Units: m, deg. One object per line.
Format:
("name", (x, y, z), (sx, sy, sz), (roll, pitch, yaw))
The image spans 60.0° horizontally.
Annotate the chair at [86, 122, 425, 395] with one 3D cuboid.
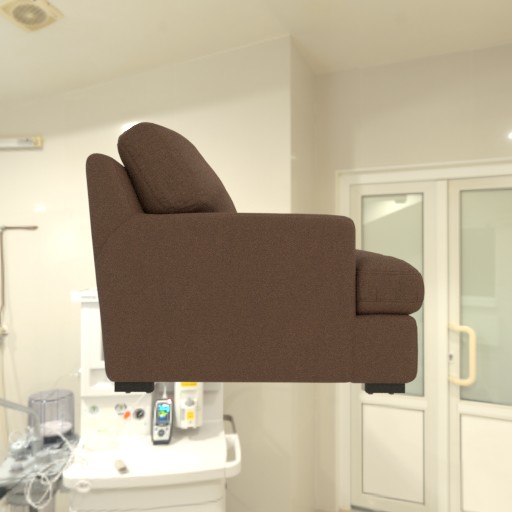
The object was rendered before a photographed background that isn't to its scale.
("chair", (0.000, 0.000, 2.009), (1.143, 0.940, 1.168), (0, -1, 1))
